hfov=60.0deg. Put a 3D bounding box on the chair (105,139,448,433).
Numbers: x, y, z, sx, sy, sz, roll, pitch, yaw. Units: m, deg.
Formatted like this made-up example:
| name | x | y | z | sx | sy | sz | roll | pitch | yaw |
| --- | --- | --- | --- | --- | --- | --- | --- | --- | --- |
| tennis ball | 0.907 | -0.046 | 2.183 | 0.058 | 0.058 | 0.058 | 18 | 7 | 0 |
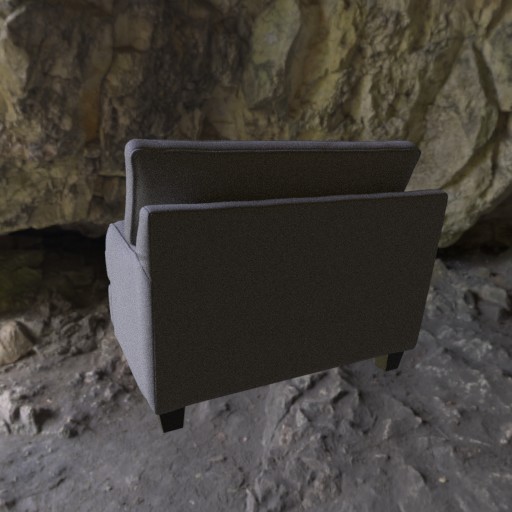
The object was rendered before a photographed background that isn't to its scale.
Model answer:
| name | x | y | z | sx | sy | sz | roll | pitch | yaw |
| --- | --- | --- | --- | --- | --- | --- | --- | --- | --- |
| chair | 0.000 | 0.000 | 2.006 | 1.220 | 1.016 | 1.040 | -7 | 16 | -25 |
